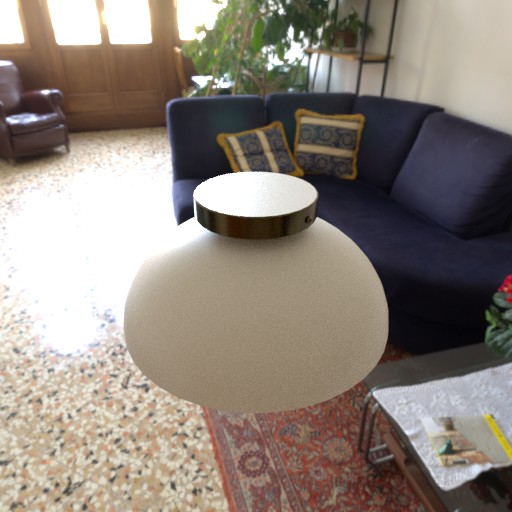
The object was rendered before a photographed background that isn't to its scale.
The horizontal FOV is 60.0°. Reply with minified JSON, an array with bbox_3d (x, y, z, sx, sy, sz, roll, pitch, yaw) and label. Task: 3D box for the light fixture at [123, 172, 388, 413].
[{"bbox_3d":[0.000,0.000,0.573,0.355,0.177,0.355,0,29,0],"label":"light fixture"}]
